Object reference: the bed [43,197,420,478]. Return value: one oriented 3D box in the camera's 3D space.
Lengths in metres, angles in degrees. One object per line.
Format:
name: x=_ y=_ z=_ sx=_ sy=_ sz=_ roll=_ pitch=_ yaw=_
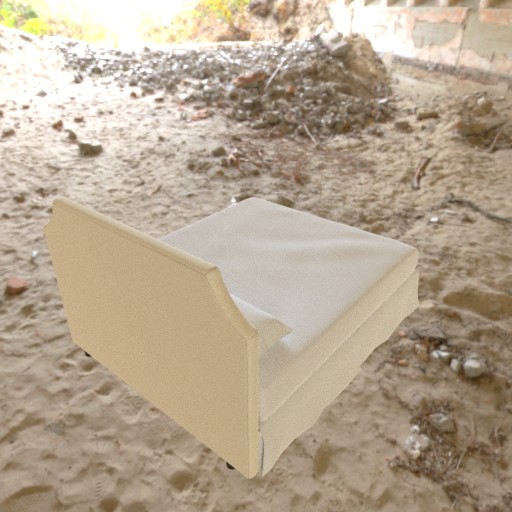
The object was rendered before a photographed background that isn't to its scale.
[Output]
bed: x=0.000 y=0.000 z=4.130 sx=2.350 sy=1.590 sz=2.773 roll=22 pitch=36 yaw=34
